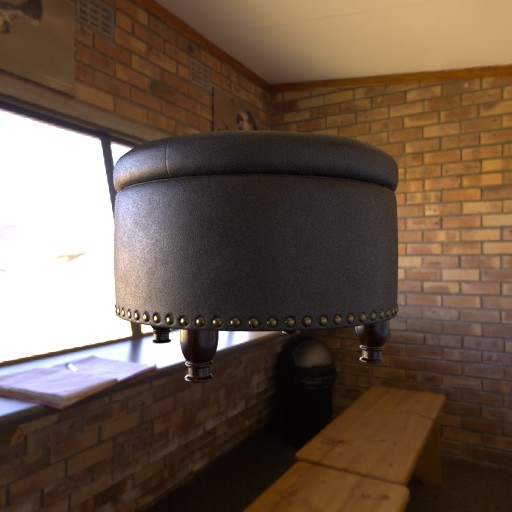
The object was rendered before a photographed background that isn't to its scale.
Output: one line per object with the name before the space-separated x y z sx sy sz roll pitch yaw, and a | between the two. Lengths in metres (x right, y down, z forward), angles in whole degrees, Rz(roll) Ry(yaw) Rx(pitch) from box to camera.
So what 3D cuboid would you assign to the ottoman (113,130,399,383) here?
ottoman | 0.000 0.000 1.038 0.637 0.442 0.637 0 0 0
